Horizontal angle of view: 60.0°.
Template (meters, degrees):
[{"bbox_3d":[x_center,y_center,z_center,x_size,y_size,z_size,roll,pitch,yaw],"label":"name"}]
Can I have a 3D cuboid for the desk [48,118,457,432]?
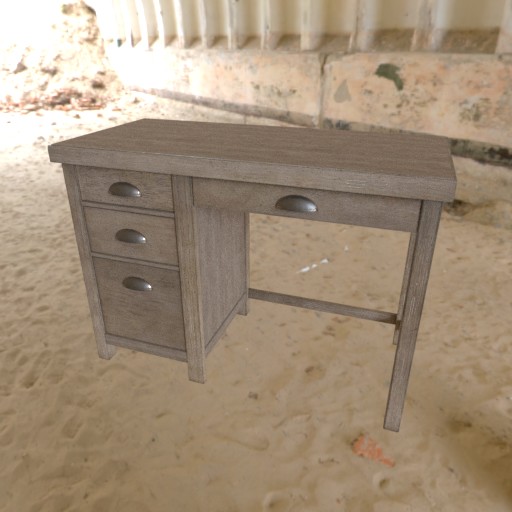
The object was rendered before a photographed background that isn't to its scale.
[{"bbox_3d":[0.000,0.000,1.768,1.289,0.912,0.610,9,27,17],"label":"desk"}]
